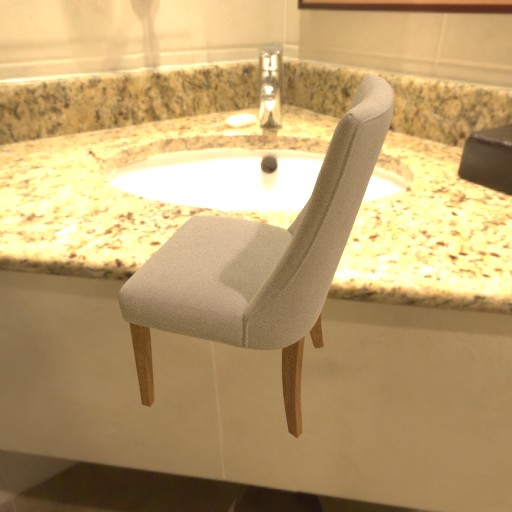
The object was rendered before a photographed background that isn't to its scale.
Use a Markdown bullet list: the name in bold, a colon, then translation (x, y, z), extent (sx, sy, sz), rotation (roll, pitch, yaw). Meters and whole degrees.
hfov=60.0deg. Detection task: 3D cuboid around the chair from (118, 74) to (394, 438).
- **chair**: translation (0.000, 0.000, 1.225), extent (0.610, 0.902, 0.495), rotation (9, 31, 14)
